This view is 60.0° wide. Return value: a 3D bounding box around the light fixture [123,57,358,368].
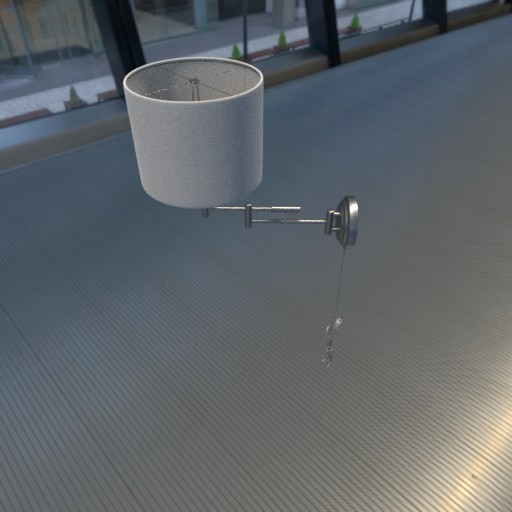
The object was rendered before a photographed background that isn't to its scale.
[{"bbox_3d":[0.000,0.000,1.073,0.479,0.842,0.253,1,39,1],"label":"light fixture"}]
